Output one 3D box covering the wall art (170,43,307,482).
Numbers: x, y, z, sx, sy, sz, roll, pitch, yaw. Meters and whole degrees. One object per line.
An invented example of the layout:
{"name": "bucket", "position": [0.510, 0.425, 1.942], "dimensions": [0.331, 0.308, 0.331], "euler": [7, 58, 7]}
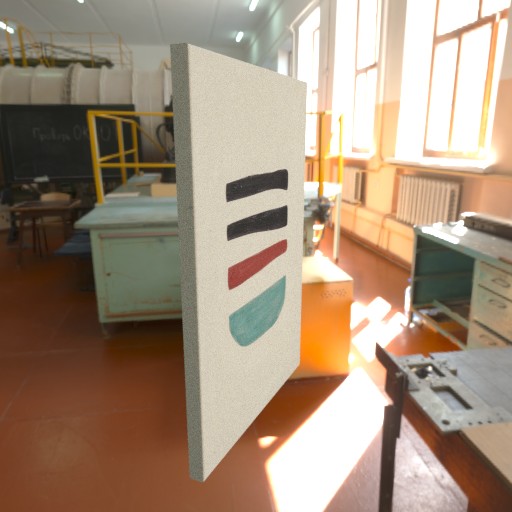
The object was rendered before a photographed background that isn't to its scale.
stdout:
{"name": "wall art", "position": [0.000, 0.000, 1.154], "dimensions": [0.038, 0.912, 0.607], "euler": [7, 16, 25]}
